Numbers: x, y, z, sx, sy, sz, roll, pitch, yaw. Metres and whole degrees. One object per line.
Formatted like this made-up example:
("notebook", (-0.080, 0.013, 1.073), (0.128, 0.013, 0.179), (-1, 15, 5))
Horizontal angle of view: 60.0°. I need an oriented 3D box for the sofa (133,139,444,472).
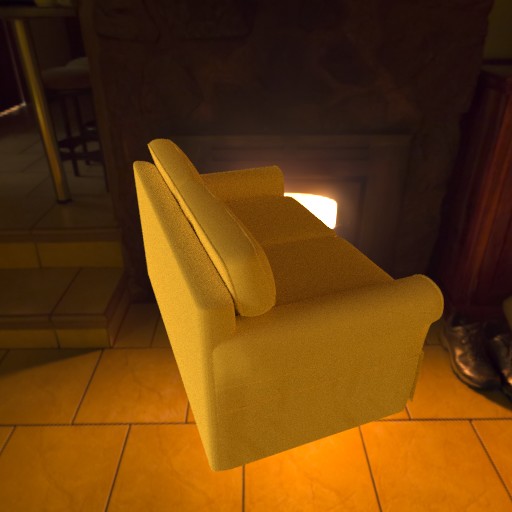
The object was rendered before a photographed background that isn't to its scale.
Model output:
("sofa", (0.000, 0.000, 2.337), (0.991, 0.940, 1.727), (-10, 31, -18))
